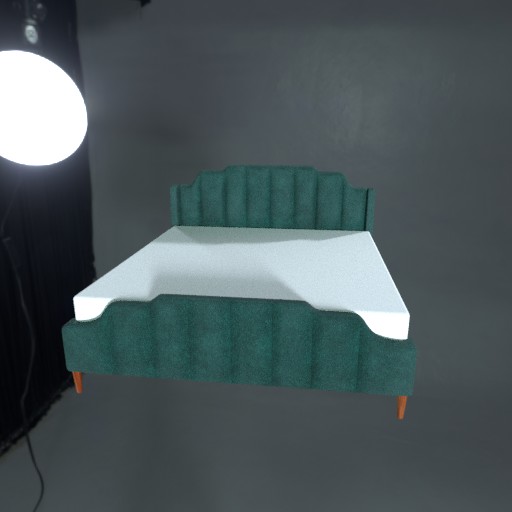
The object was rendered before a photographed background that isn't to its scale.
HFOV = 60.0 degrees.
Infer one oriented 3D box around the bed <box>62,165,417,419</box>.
[{"bbox_3d":[0.000,0.000,3.559,2.074,1.245,2.340,2,17,7],"label":"bed"}]
